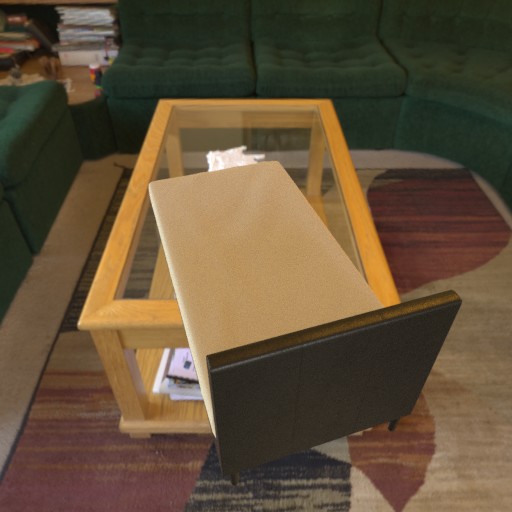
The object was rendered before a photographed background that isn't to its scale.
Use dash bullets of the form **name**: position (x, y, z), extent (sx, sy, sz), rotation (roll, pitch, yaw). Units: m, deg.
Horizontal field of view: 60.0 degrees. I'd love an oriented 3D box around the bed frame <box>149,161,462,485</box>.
- **bed frame**: position (0.000, 0.000, 2.547), extent (1.038, 1.046, 2.152), rotation (-12, 43, -13)
